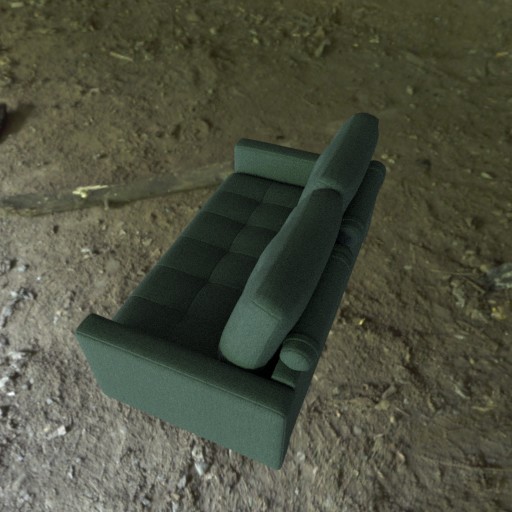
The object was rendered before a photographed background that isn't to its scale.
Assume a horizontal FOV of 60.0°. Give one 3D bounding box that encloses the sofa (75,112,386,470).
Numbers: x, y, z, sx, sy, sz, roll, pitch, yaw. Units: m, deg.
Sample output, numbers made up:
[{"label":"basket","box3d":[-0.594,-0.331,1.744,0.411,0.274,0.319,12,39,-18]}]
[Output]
[{"label":"sofa","box3d":[0.000,0.000,1.940,0.842,0.907,1.407,17,47,16]}]
